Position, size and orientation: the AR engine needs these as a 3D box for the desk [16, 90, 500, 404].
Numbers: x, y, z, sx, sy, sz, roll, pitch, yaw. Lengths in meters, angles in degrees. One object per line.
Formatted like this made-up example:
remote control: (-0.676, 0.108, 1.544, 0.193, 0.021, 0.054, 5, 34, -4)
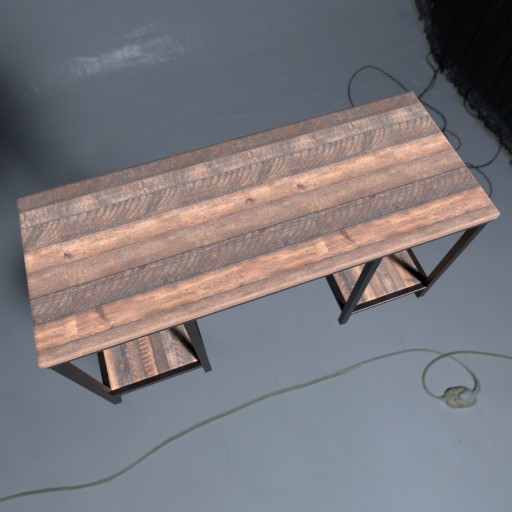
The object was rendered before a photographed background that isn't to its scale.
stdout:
desk: (0.000, 0.000, 1.852, 1.538, 0.753, 0.617, -18, 64, -9)
